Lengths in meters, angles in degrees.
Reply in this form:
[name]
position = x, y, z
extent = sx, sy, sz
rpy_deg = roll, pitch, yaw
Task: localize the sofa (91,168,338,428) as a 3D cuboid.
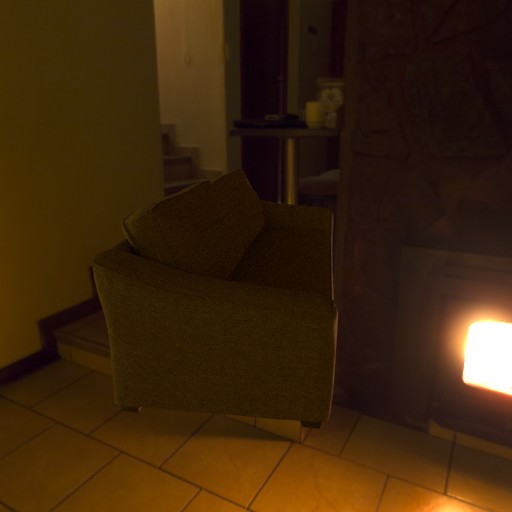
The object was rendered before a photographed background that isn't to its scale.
[sofa]
position = 0.000, 0.000, 2.779
extent = 0.971, 0.950, 2.270
rpy_deg = 2, 16, 9
